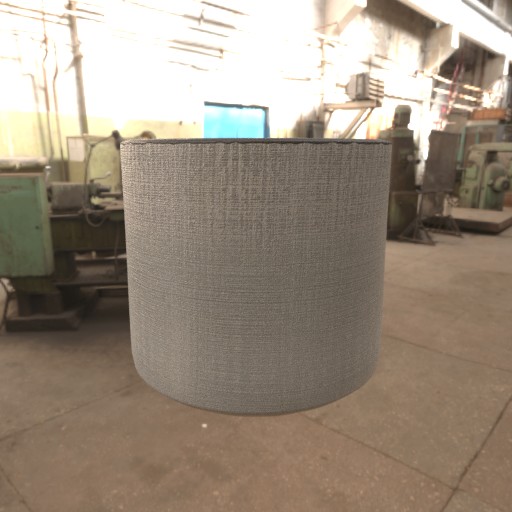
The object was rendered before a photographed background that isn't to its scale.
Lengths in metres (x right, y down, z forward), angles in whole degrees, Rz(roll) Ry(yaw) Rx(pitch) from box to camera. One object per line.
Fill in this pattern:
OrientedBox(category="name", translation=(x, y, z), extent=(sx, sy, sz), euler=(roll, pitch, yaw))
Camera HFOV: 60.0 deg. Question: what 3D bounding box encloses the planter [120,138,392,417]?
OrientedBox(category="planter", translation=(0.000, 0.000, 0.222), extent=(0.125, 0.112, 0.125), euler=(0, 14, 0))
